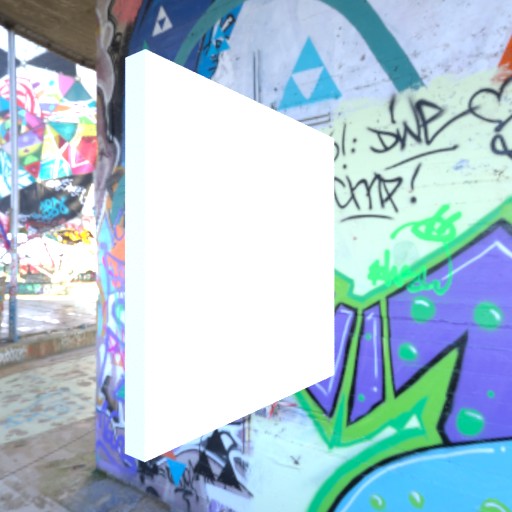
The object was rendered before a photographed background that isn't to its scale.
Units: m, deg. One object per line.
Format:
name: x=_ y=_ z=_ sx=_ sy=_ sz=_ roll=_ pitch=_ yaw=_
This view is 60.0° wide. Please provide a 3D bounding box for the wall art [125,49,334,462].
wall art: x=0.000 y=0.000 z=0.531 sx=0.027 sy=0.355 sz=0.355 roll=0 pitch=0 yaw=37
